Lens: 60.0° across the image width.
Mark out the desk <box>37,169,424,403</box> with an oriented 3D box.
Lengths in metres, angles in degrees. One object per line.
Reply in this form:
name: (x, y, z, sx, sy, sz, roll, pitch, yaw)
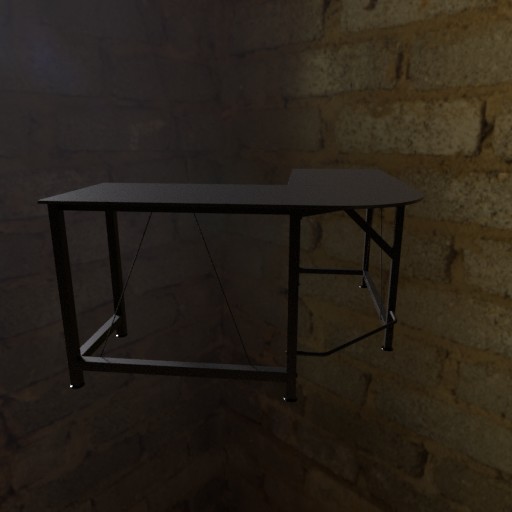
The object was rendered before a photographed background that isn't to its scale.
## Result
desk: (0.000, 0.000, 2.261, 1.400, 0.762, 1.400, 2, 16, 6)
